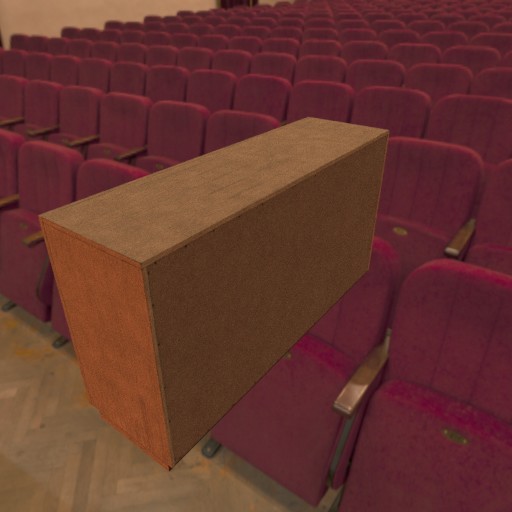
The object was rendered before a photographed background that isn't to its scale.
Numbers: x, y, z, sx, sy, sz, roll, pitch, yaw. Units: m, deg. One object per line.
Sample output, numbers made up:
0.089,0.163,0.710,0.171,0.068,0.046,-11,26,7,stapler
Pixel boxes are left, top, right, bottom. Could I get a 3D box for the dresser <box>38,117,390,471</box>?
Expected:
0.000,0.000,2.041,0.483,0.889,1.628,21,36,31,dresser
